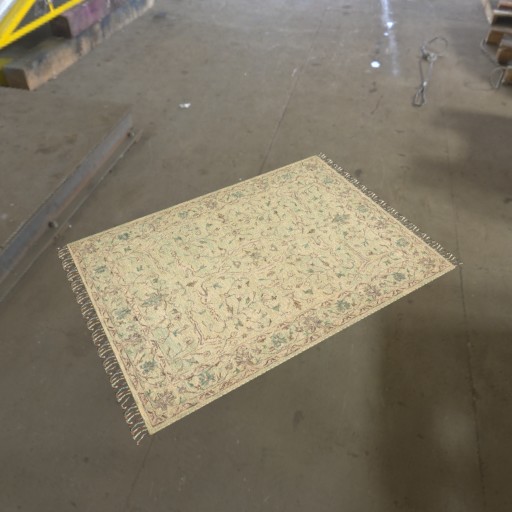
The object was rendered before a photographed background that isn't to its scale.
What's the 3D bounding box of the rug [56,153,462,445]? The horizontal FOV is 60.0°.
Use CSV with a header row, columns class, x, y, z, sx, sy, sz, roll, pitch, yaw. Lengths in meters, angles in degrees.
class,x,y,z,sx,sy,sz,roll,pitch,yaw
rug,0.000,0.000,2.361,1.802,0.008,1.247,-23,50,-21
